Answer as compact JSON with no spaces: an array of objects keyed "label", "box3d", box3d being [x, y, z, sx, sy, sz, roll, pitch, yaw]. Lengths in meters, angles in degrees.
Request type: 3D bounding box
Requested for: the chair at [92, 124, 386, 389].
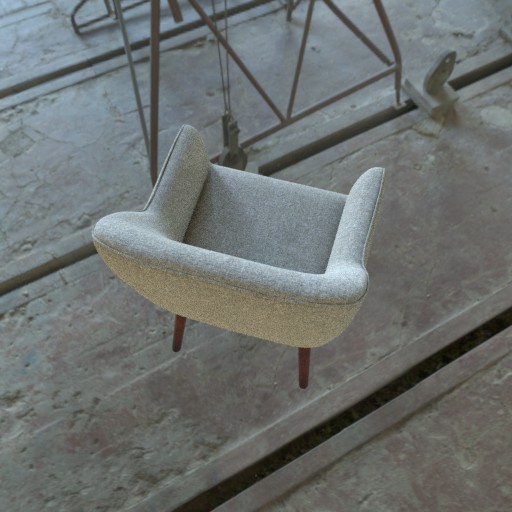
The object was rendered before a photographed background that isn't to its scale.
[{"label":"chair","box3d":[0.000,0.000,1.158,0.543,0.803,0.519,14,65,7]}]
